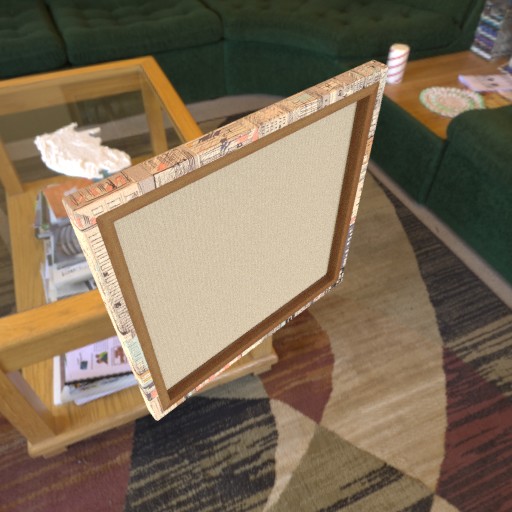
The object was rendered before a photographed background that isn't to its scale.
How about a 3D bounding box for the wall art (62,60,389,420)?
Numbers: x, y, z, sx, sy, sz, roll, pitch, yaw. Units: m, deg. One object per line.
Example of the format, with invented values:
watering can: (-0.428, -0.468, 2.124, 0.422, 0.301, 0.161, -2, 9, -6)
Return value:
wall art: (0.000, 0.000, 0.894, 0.607, 0.608, 0.038, -32, 55, -27)
